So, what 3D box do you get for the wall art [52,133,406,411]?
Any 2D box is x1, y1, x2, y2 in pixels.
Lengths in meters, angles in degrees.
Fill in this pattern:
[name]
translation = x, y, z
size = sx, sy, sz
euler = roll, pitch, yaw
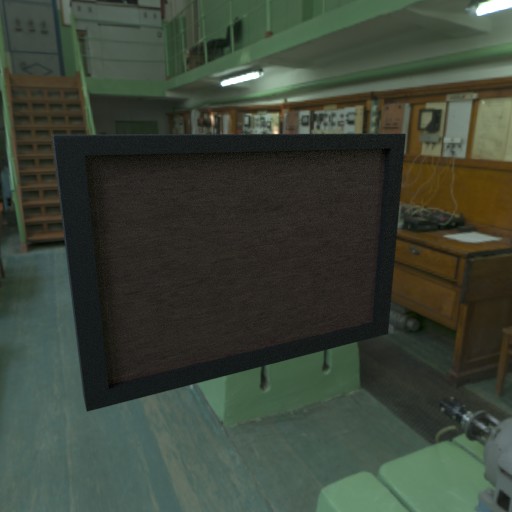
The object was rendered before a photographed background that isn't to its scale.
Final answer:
[wall art]
translation = 0.000, 0.000, 0.860
size = 0.671, 0.456, 0.051
euler = -8, 18, -25
